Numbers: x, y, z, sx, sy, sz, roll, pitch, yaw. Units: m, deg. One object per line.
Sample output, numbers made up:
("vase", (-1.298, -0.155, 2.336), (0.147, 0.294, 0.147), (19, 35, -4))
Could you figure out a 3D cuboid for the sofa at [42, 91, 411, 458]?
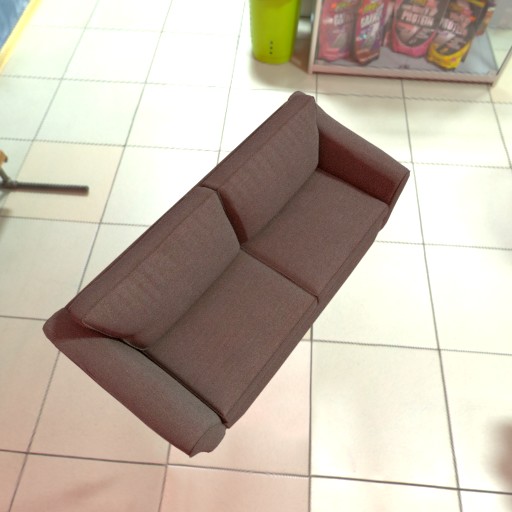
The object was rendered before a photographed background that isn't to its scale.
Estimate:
("sofa", (0.000, 0.000, 2.744), (0.986, 0.906, 2.270), (33, 64, 18))
